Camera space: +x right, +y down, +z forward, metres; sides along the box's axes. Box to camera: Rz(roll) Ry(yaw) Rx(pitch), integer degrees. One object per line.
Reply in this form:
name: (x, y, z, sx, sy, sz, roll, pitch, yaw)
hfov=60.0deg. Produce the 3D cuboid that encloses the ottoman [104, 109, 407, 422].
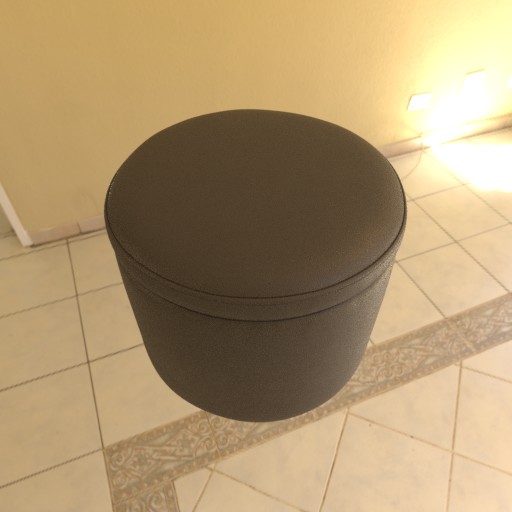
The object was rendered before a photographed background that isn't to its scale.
ottoman: (0.000, 0.000, 0.861, 0.500, 0.409, 0.500, 0, 46, 0)
